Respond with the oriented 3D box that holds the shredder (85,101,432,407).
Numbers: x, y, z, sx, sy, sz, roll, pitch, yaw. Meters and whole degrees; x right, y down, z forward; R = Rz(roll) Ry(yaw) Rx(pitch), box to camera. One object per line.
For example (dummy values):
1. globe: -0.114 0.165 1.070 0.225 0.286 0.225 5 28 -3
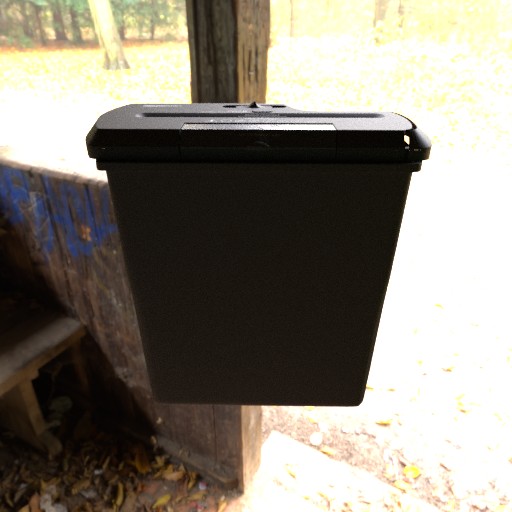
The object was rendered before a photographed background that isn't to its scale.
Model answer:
1. shredder: 0.000 0.000 0.518 0.320 0.335 0.170 0 30 1
